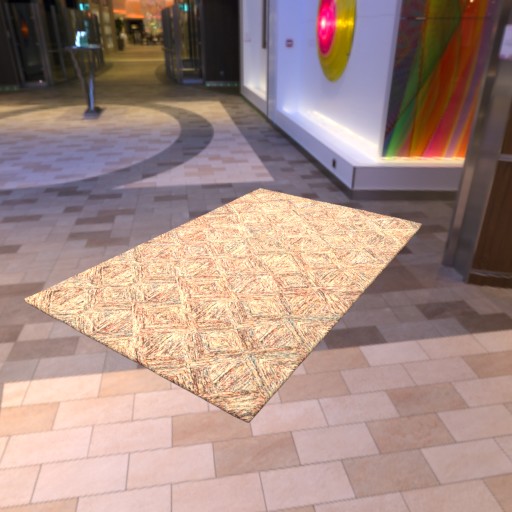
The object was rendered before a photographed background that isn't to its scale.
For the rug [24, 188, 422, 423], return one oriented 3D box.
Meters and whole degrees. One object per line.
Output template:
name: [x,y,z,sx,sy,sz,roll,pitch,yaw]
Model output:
rug: [0.000,0.000,2.199,1.143,0.014,1.761,17,32,30]
